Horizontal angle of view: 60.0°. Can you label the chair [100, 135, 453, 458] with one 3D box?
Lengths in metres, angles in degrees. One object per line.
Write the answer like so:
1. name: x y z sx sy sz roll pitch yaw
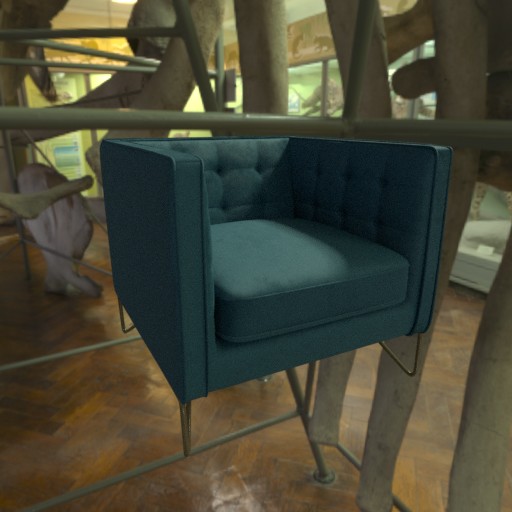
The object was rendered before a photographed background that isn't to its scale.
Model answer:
1. chair: 0.000 0.000 1.569 0.880 0.790 0.894 -9 19 -27
